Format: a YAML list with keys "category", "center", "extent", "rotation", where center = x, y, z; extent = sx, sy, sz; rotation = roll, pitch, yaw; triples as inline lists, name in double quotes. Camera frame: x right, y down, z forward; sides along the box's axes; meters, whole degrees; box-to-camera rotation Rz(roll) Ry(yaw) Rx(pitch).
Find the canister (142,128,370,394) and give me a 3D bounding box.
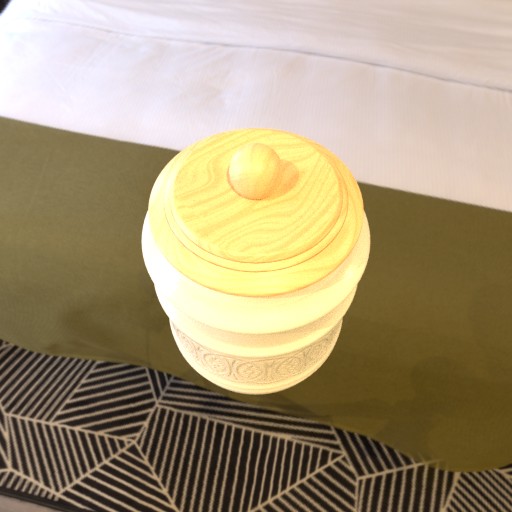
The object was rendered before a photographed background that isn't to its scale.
- category: "canister"
  center: [0.000, 0.000, 0.278]
  extent: [0.130, 0.176, 0.130]
  rotation: [0, 57, 0]
